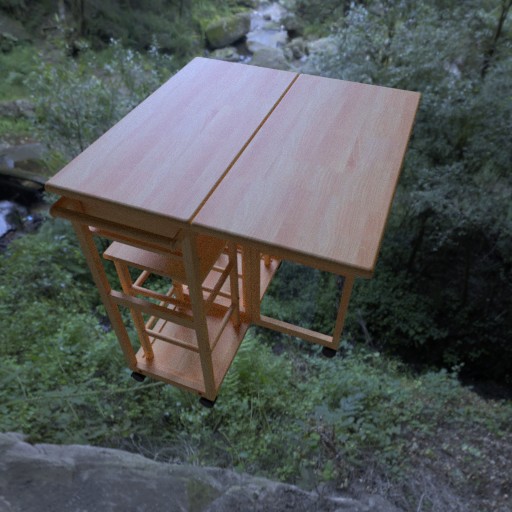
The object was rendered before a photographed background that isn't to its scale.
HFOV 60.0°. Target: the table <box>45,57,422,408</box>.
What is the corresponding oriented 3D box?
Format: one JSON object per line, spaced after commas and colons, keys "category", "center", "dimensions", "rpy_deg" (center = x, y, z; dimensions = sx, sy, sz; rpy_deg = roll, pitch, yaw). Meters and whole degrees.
{"category": "table", "center": [0.000, 0.000, 1.361], "dimensions": [0.693, 0.832, 0.752], "rpy_deg": [16, 48, 15]}
